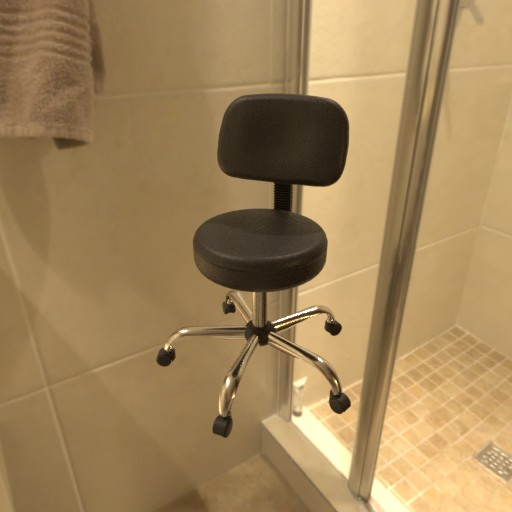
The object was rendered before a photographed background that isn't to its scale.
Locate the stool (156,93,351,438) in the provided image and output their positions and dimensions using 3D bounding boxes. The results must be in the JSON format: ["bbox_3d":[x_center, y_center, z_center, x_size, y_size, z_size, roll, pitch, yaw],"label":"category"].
[{"bbox_3d":[0.000,0.000,1.334,0.673,0.862,0.648,9,28,17],"label":"stool"}]
